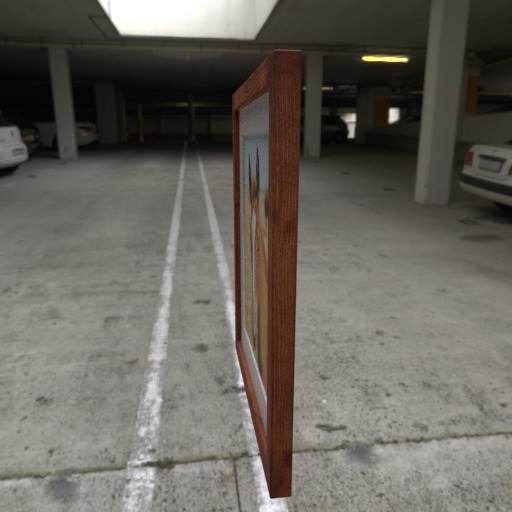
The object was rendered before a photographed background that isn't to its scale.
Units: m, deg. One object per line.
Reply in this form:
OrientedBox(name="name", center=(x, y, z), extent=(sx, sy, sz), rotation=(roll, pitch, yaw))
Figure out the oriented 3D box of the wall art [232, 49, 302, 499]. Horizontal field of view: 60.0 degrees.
OrientedBox(name="wall art", center=(0.000, 0.000, 0.750), extent=(0.030, 0.558, 0.462), rotation=(-2, 14, -8))
